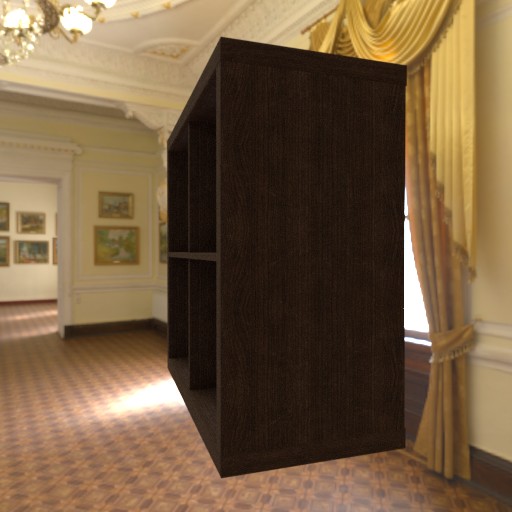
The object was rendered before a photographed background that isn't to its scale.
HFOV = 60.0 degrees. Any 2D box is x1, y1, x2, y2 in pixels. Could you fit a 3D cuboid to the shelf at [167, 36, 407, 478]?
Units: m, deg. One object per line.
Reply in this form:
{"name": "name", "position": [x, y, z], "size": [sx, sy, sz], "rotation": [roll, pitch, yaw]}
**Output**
{"name": "shelf", "position": [0.000, 0.000, 1.224], "size": [0.390, 0.786, 0.790], "rotation": [0, 1, -18]}
